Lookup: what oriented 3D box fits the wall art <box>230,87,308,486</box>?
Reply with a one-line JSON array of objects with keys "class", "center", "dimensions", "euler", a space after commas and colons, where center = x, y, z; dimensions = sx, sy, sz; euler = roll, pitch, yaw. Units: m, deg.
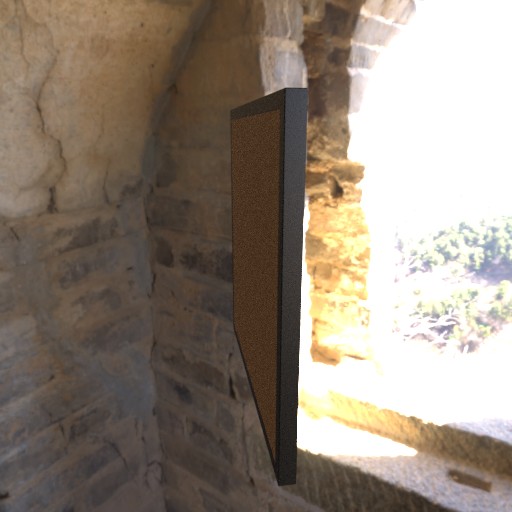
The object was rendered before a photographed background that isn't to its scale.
[{"class": "wall art", "center": [0.000, 0.000, 1.168], "dimensions": [0.038, 0.765, 0.765], "euler": [-3, 16, -9]}]
